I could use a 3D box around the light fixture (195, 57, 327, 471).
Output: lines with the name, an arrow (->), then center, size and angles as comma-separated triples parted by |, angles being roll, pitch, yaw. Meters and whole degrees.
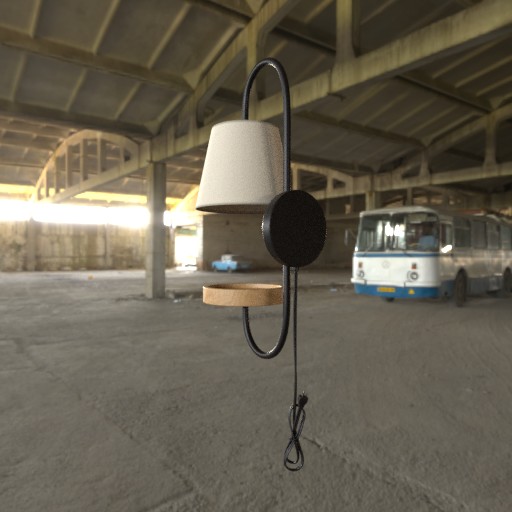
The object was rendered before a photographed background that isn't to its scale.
light fixture -> 0.000, 0.000, 0.951 | 0.220, 0.821, 0.299 | 0, 1, -37
